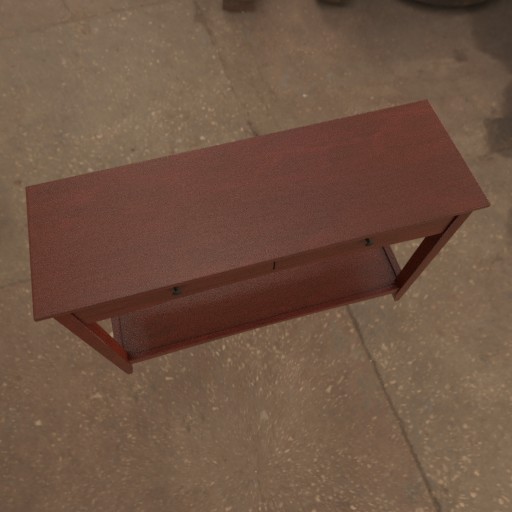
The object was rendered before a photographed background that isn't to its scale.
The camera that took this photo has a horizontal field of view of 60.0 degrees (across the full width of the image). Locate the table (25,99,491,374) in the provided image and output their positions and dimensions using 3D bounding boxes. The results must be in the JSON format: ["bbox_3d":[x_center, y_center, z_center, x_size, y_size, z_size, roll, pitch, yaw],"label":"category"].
[{"bbox_3d":[0.000,0.000,1.517,1.188,0.739,0.392,-14,65,-7],"label":"table"}]
